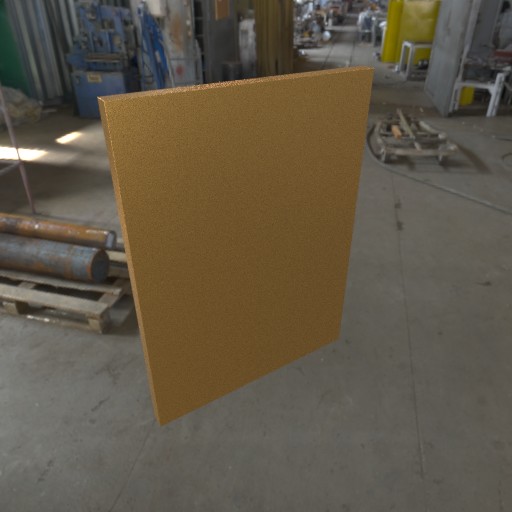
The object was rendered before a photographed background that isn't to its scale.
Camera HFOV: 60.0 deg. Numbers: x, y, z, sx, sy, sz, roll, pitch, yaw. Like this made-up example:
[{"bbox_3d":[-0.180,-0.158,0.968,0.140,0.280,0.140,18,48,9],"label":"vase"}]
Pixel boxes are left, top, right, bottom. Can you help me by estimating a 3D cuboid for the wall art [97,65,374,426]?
[{"bbox_3d":[0.000,0.000,1.084,0.610,0.812,0.038,-19,36,-28],"label":"wall art"}]
